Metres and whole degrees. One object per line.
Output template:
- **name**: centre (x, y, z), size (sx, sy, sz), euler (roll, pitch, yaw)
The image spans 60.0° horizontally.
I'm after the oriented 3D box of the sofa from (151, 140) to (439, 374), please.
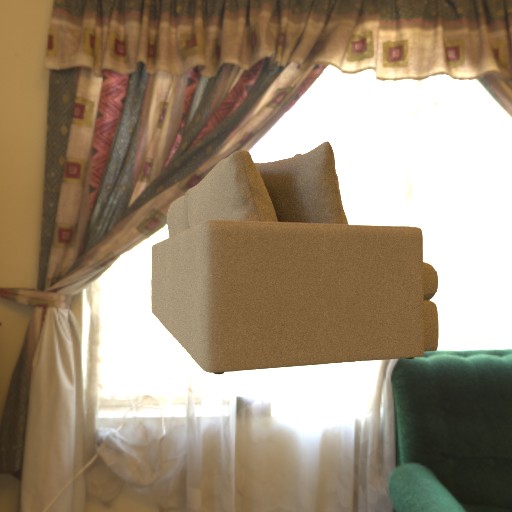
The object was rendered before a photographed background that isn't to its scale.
- **sofa**: centre (0.000, 0.000, 3.072), size (1.228, 1.084, 2.380), euler (0, -1, -18)
